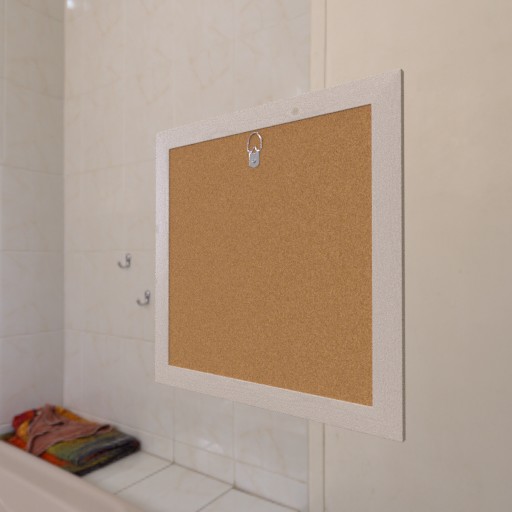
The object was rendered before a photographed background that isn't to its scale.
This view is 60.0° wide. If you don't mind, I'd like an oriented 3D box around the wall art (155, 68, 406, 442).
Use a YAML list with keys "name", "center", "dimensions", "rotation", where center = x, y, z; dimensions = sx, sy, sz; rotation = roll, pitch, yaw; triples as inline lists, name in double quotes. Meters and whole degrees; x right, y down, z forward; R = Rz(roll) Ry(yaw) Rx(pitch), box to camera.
- name: "wall art"
  center: [0.000, 0.000, 0.859]
  dimensions: [0.572, 0.577, 0.015]
  rotation: [-1, -1, 37]
